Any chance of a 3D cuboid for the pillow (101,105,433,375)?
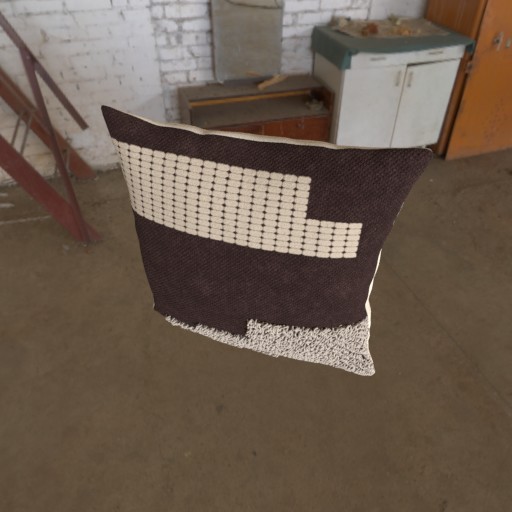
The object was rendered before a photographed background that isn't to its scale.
[{"bbox_3d":[0.000,0.000,0.752,0.475,0.473,0.178,12,42,13],"label":"pillow"}]
